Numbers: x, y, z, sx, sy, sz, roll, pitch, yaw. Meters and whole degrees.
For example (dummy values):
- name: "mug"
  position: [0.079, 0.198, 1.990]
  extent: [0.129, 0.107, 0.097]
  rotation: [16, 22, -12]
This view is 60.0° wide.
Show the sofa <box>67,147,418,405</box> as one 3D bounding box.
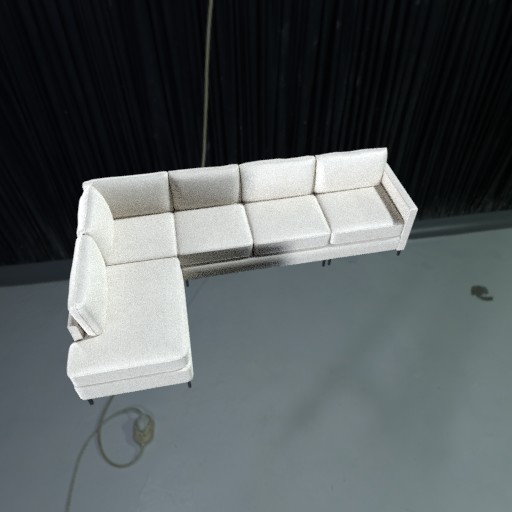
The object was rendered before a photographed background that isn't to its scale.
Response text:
- name: "sofa"
  position: [0.000, 0.000, 4.341]
  extent: [3.384, 0.996, 2.048]
  rotation: [-8, 47, -7]
